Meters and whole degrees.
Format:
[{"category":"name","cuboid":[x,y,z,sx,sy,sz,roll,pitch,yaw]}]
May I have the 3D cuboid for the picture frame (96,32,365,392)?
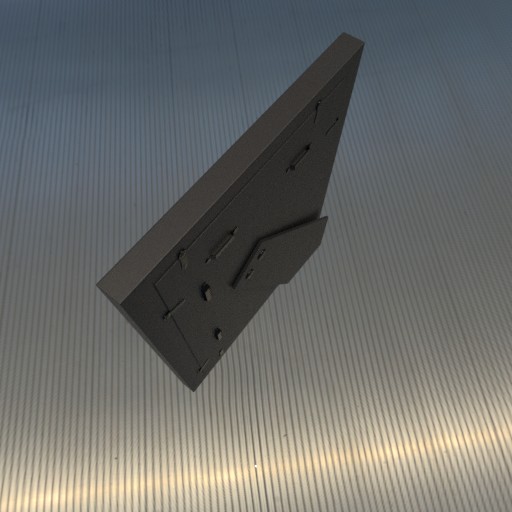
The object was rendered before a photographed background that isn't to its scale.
[{"category":"picture frame","cuboid":[0.000,0.000,0.515,0.036,0.383,0.307,34,69,15]}]
